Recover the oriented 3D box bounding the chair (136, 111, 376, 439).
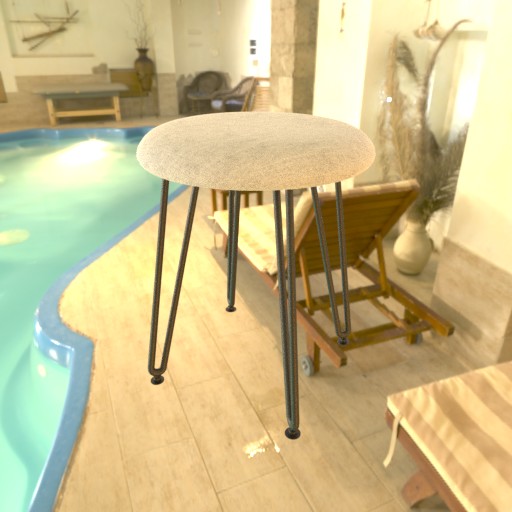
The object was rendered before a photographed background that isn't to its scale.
[{"bbox_3d":[0.000,0.000,0.658,0.350,0.386,0.350,-8,27,-16],"label":"chair"}]
